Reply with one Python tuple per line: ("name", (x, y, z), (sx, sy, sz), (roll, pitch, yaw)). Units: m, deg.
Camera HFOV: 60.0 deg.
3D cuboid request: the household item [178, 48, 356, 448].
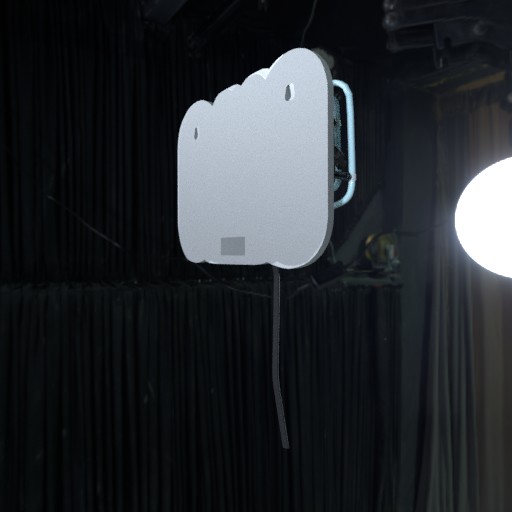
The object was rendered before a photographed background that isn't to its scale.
("household item", (0.000, 0.000, 0.384), (0.042, 0.294, 0.211), (0, 0, -37))
